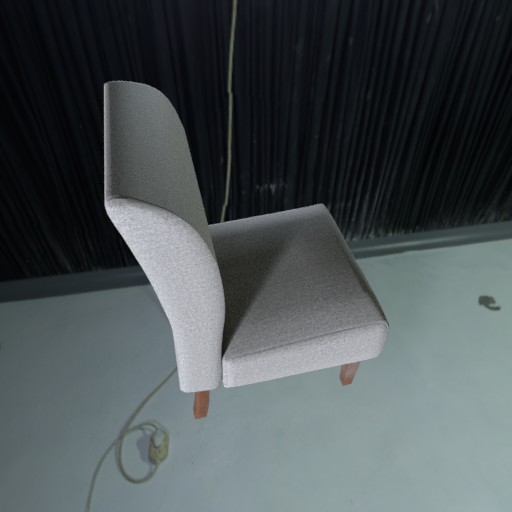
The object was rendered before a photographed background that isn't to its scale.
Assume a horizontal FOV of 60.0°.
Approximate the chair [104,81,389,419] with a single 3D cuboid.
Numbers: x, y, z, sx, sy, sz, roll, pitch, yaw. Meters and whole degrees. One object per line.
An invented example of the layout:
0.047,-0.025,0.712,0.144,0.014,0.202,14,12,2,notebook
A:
0.000,0.000,1.156,0.592,0.804,0.513,-11,47,-10,chair
